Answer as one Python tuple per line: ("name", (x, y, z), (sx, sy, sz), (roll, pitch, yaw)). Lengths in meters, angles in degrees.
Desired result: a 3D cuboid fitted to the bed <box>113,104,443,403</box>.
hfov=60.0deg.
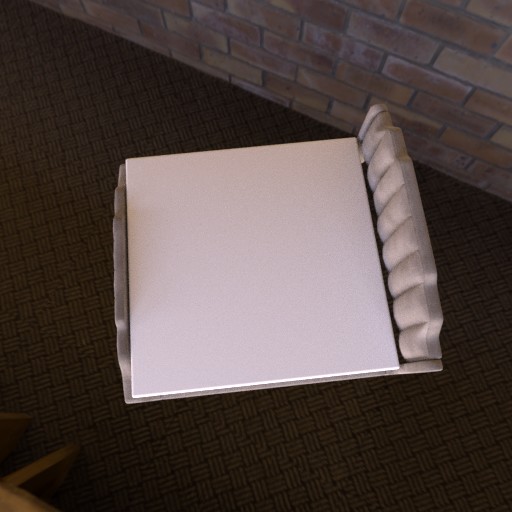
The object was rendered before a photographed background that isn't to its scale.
("bed", (0.000, 0.000, 3.603), (2.340, 1.245, 2.074), (-6, 74, -2))
